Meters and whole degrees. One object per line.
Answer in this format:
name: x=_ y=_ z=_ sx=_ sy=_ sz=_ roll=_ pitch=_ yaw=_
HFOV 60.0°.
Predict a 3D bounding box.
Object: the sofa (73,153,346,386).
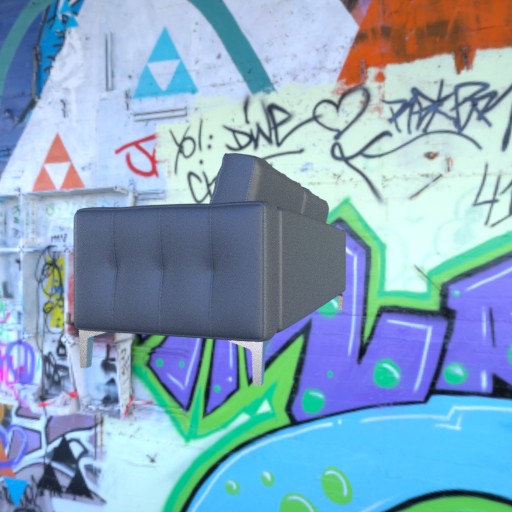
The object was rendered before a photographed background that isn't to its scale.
sofa: x=0.000 y=0.000 z=2.713 sx=0.833 sy=0.893 sz=2.275 roll=0 pitch=0 yaw=18
